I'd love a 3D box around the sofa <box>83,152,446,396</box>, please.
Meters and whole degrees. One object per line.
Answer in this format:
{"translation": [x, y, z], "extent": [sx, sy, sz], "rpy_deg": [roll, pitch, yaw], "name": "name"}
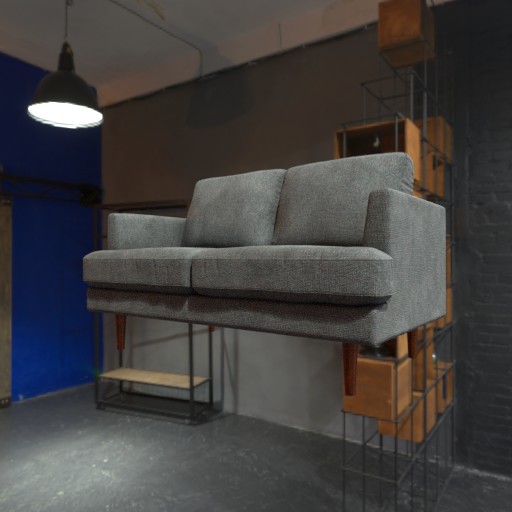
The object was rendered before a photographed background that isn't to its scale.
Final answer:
{"translation": [0.000, 0.000, 2.148], "extent": [1.582, 0.956, 0.903], "rpy_deg": [0, 0, 36], "name": "sofa"}
